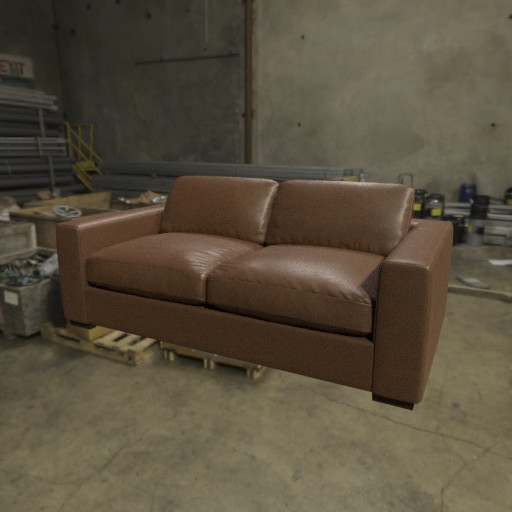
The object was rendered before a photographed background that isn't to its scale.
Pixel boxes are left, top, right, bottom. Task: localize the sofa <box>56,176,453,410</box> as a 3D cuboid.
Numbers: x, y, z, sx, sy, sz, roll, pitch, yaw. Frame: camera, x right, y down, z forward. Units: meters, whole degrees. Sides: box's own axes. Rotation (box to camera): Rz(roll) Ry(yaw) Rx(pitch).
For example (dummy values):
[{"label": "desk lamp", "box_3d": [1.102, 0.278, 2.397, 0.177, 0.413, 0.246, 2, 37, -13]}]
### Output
[{"label": "sofa", "box_3d": [0.000, 0.000, 2.438, 1.920, 0.800, 1.070, 7, 16, 26]}]
